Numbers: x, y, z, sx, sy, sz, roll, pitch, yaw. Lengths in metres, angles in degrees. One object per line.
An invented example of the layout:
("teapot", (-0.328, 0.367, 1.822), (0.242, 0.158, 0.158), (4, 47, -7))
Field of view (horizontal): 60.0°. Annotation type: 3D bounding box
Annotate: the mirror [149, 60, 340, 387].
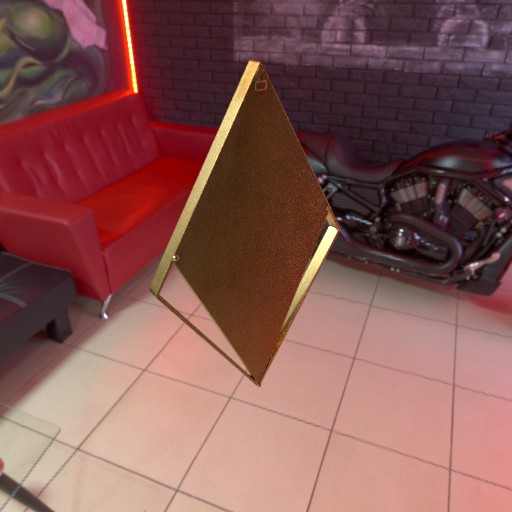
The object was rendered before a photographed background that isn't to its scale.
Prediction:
("mirror", (0.000, 0.000, 0.838), (0.419, 0.679, 0.032), (-20, 36, -30))
